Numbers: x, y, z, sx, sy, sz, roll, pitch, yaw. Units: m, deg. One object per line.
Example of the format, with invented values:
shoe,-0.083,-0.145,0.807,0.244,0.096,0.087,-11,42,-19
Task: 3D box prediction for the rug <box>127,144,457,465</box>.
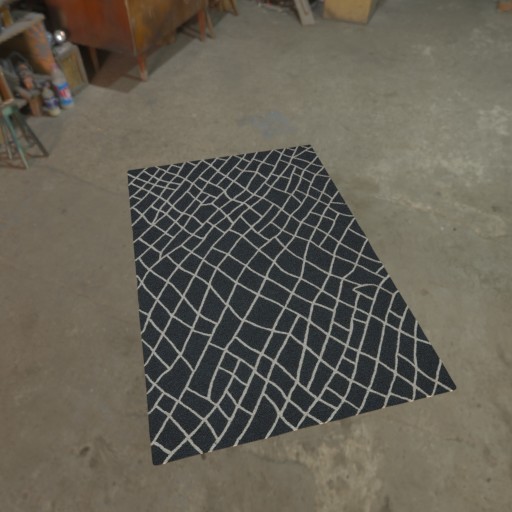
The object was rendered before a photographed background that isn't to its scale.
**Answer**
rug,0.000,0.000,2.291,1.223,0.013,1.830,-10,48,-10
